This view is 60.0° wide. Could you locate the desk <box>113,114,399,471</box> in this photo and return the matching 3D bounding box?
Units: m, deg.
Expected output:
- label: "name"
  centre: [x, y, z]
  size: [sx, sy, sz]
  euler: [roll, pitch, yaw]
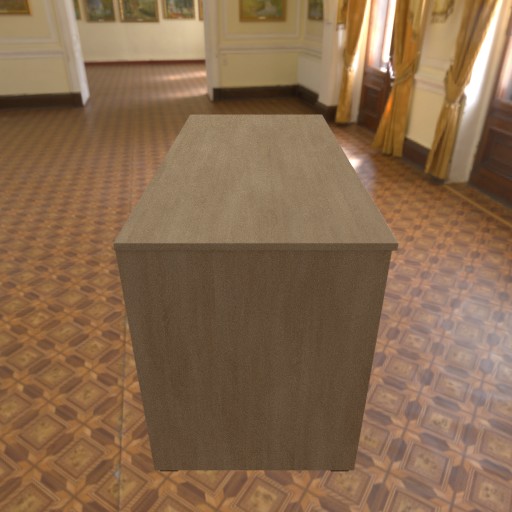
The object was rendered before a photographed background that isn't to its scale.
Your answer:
- label: "desk"
  centre: [0.000, 0.000, 1.663]
  size: [0.600, 0.770, 1.251]
  euler: [0, 30, 0]
